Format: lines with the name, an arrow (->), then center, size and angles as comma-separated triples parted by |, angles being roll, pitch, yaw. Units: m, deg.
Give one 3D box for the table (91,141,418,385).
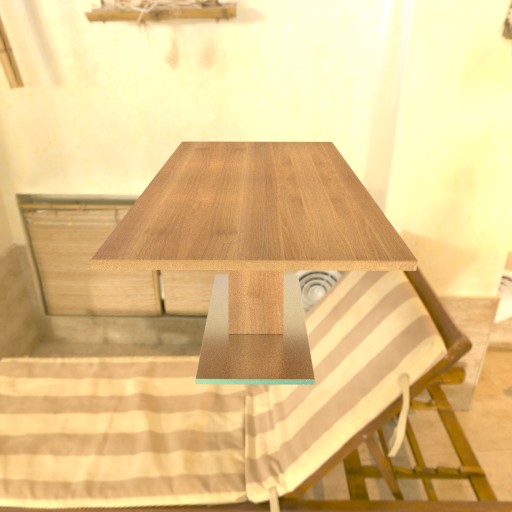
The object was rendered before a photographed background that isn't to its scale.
table -> 0.000, 0.000, 2.101 | 0.900, 0.750, 1.600 | 0, 26, 0
